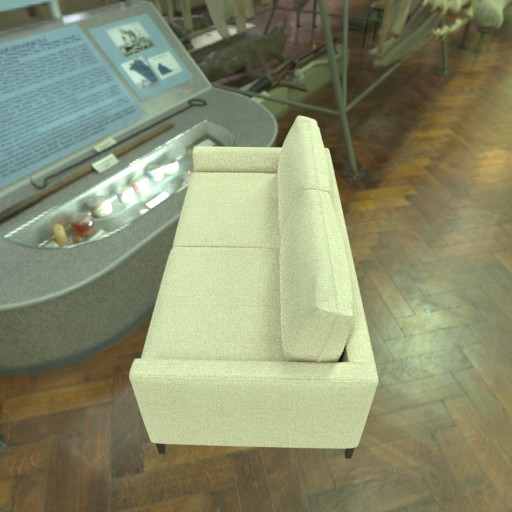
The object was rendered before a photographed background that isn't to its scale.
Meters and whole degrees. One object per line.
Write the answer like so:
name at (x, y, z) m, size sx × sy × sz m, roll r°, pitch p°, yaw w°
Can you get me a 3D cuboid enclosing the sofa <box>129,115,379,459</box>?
sofa at (0.000, 0.000, 2.146) m, size 0.839 × 0.812 × 1.651 m, roll 1°, pitch 41°, yaw 1°
